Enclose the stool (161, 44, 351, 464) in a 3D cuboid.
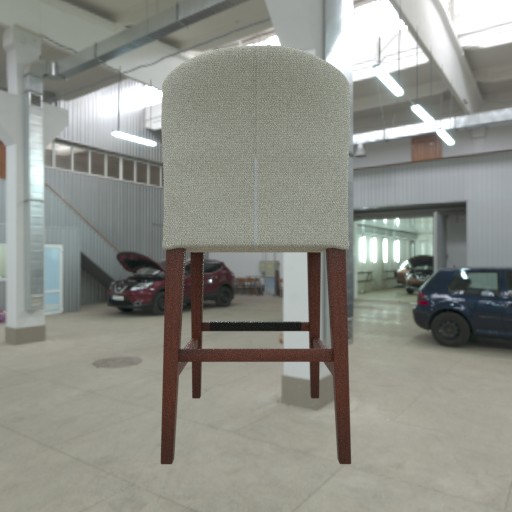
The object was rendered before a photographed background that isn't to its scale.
[{"bbox_3d":[0.000,0.000,1.285,0.481,0.969,0.568,0,0,0],"label":"stool"}]
